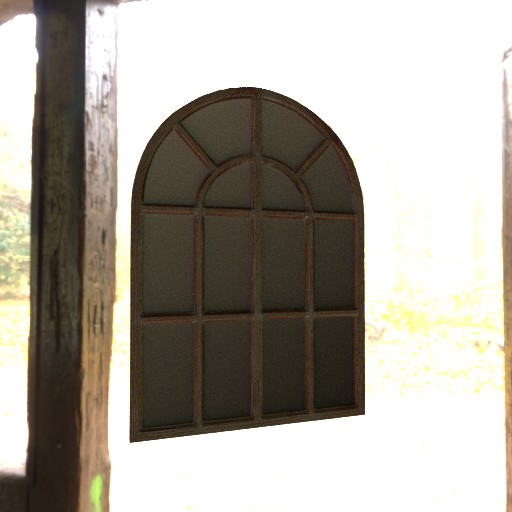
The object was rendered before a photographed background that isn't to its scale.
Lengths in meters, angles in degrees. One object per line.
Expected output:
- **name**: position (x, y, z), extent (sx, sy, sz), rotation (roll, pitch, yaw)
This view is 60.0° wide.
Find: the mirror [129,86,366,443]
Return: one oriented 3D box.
- **mirror**: position (0.000, 0.000, 1.209), extent (0.660, 0.920, 0.032), rotation (0, -1, -18)
